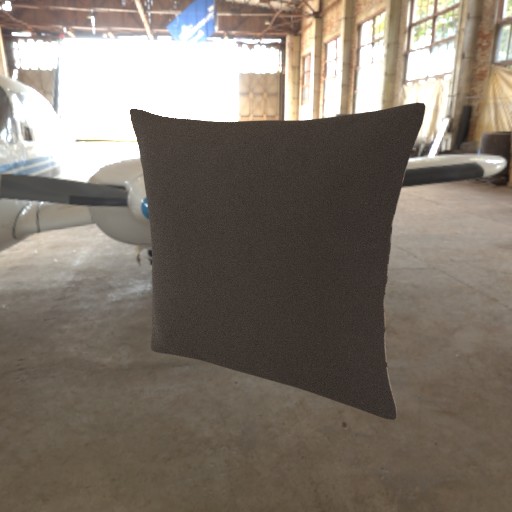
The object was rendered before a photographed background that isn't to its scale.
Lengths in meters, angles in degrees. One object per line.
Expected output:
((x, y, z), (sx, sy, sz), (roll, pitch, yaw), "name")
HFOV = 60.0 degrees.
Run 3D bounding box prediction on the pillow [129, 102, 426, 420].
((0.000, 0.000, 0.786), (0.526, 0.507, 0.166), (8, 18, 26), "pillow")
